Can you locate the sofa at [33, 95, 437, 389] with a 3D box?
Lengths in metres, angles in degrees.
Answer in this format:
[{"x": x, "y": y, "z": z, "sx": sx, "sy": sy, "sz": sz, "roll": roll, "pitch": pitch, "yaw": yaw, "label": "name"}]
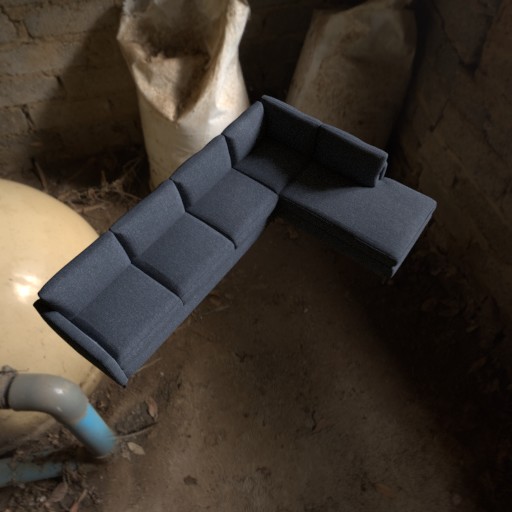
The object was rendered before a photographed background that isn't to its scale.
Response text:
[{"x": 0.000, "y": 0.000, "z": 3.750, "sx": 2.007, "sy": 0.815, "sz": 2.949, "roll": 32, "pitch": 63, "yaw": 19, "label": "sofa"}]
